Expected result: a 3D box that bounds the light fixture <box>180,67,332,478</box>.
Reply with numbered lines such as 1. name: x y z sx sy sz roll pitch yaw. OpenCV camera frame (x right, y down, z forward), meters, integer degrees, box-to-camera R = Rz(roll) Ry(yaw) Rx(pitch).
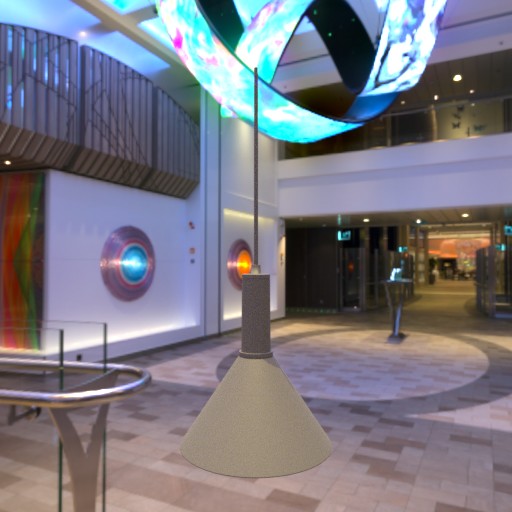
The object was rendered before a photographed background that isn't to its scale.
1. light fixture: 0.000 0.000 0.795 0.267 0.683 0.267 1 -2 -19
